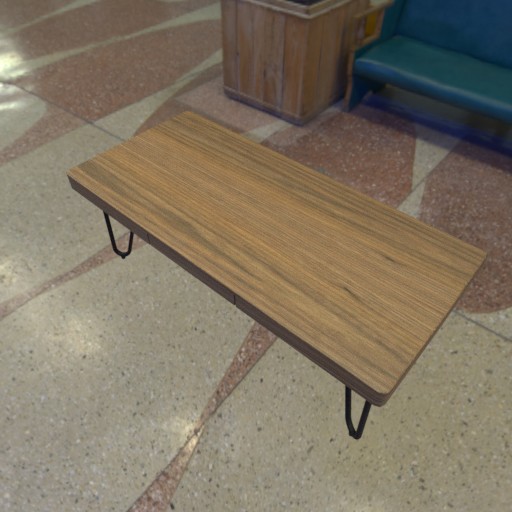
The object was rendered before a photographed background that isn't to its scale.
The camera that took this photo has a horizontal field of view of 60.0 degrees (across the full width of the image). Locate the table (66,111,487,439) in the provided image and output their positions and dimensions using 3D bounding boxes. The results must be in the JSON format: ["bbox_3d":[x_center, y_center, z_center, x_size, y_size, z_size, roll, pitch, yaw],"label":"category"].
[{"bbox_3d":[0.000,0.000,1.691,1.375,0.468,0.637,32,54,27],"label":"table"}]
